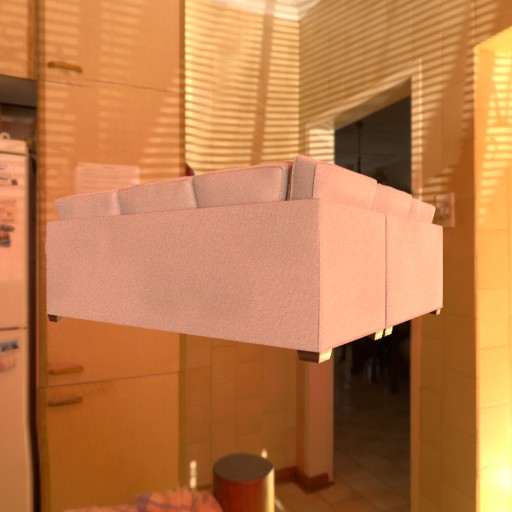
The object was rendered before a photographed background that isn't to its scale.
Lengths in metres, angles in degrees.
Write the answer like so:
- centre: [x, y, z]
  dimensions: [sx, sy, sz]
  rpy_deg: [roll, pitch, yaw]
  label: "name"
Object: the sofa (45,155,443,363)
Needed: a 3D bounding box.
- centre: [0.000, 0.000, 3.872]
  dimensions: [2.562, 1.053, 2.487]
  rpy_deg: [0, 0, 36]
  label: "sofa"
